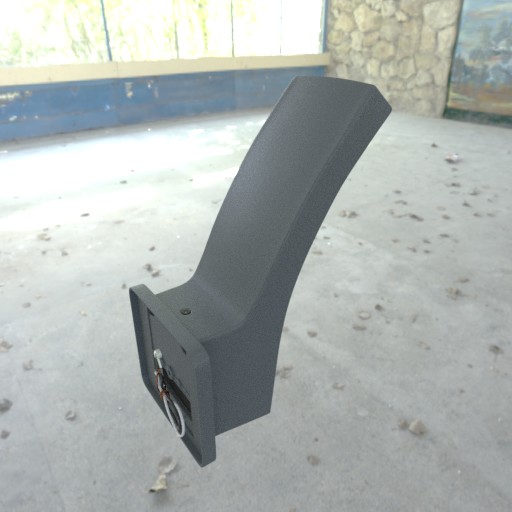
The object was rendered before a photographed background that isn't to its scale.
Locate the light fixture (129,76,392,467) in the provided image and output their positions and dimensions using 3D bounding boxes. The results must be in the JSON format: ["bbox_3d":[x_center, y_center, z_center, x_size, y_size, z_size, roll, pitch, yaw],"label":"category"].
[{"bbox_3d":[0.000,0.000,0.333,0.174,0.243,0.108,-18,32,-31],"label":"light fixture"}]
